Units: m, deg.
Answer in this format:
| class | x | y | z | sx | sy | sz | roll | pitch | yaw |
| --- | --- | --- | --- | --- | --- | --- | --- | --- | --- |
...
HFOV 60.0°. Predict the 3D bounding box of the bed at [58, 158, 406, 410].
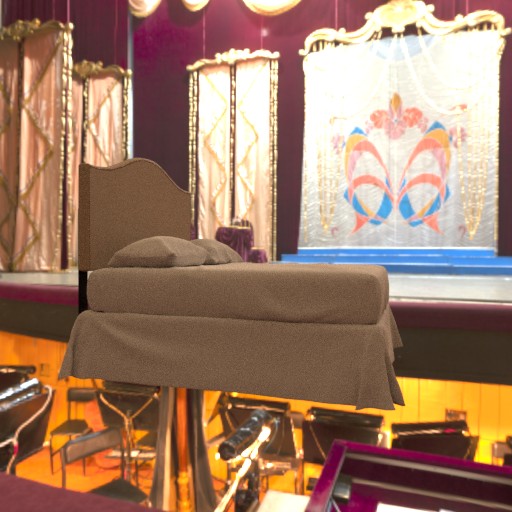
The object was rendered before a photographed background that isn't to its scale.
| class | x | y | z | sx | sy | sz | roll | pitch | yaw |
| --- | --- | --- | --- | --- | --- | --- | --- | --- | --- |
| bed | 0.000 | 0.000 | 3.499 | 2.221 | 1.645 | 1.876 | 0 | 1 | 18 |
